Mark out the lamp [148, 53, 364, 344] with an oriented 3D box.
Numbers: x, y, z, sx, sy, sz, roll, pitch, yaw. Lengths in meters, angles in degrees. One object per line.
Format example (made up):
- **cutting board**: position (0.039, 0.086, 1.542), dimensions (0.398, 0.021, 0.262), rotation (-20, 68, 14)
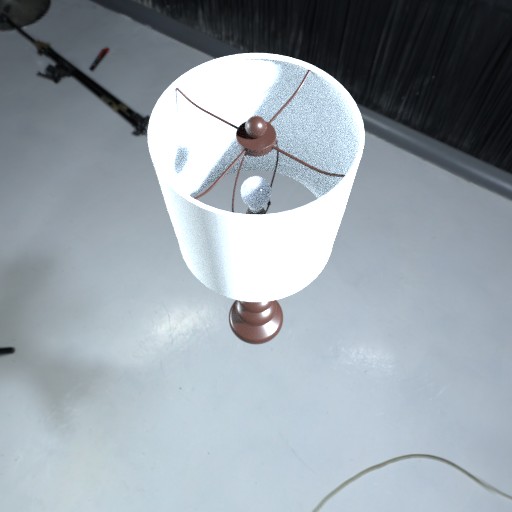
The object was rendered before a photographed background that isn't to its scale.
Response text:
- **lamp**: position (0.000, 0.000, 0.816), dimensions (0.254, 0.690, 0.254), rotation (32, 67, 15)
